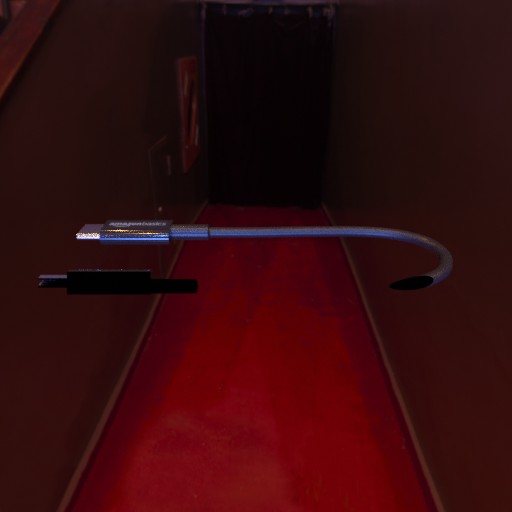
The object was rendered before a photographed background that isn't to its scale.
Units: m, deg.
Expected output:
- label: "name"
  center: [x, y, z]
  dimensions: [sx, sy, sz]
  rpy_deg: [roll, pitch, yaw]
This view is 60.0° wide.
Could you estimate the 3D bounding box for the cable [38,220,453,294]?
- label: "cable"
  center: [0.000, 0.000, 0.112]
  dimensions: [0.098, 0.005, 0.041]
  rpy_deg: [0, 27, 0]
